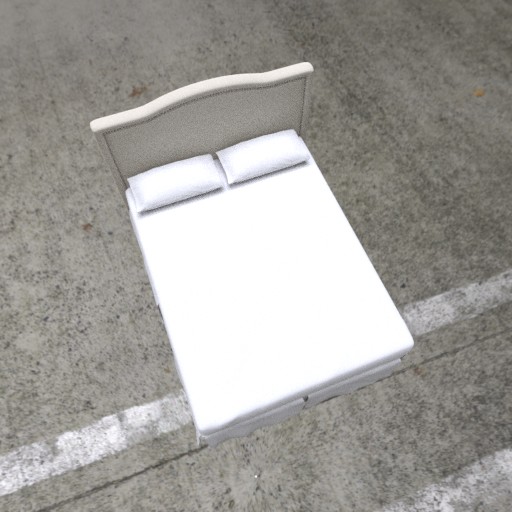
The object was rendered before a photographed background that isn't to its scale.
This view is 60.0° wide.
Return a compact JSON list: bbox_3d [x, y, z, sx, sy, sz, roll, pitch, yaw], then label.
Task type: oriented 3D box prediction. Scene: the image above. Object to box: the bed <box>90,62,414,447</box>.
[{"bbox_3d":[0.000,0.000,3.308,1.741,1.449,2.196,-19,65,-9],"label":"bed"}]
